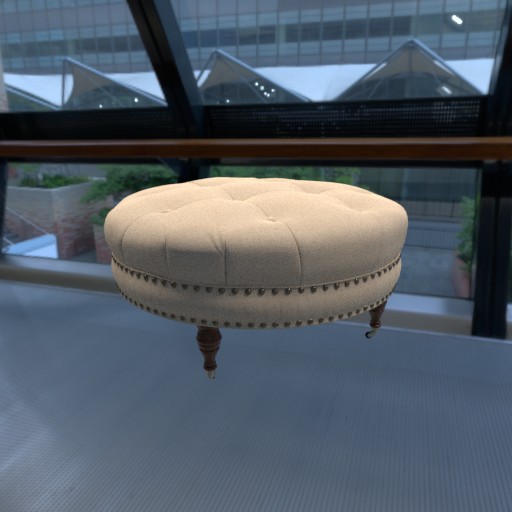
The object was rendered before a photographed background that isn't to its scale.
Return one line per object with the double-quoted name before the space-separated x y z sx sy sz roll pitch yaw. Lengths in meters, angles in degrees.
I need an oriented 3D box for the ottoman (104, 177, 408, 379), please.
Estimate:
"ottoman" 0.000 0.000 1.474 0.940 0.483 0.940 0 17 0
